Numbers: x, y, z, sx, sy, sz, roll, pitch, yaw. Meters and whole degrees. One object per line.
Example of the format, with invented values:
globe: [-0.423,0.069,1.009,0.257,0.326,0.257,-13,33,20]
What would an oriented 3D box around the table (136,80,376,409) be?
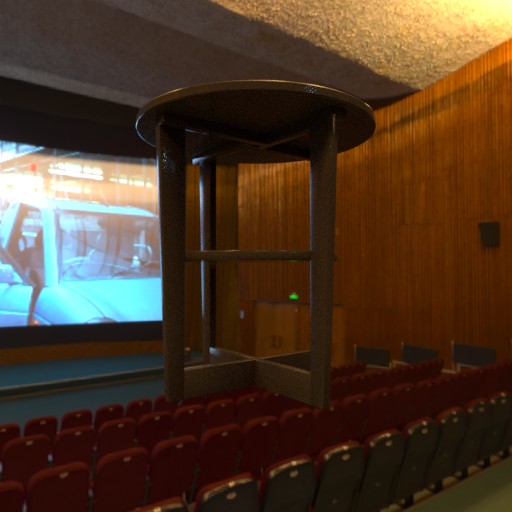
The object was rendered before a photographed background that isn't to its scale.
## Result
table: [0.000,0.000,0.949,0.500,0.550,0.500,0,-2,0]
